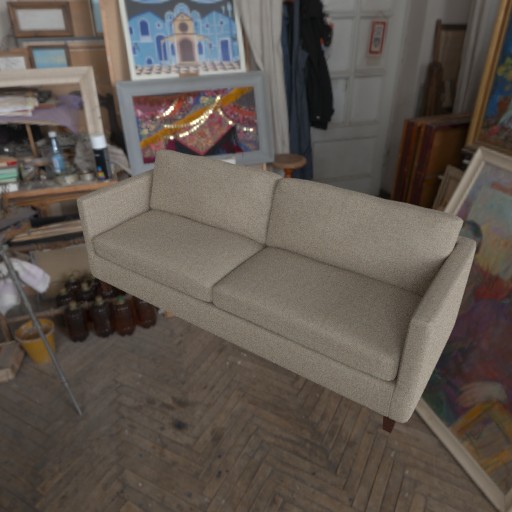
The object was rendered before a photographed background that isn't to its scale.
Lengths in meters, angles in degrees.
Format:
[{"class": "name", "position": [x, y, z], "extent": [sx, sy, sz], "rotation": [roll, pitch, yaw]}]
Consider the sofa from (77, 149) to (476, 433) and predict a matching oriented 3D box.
[{"class": "sofa", "position": [0.000, 0.000, 2.910], "extent": [2.434, 0.965, 0.951], "rotation": [19, 35, 29]}]
